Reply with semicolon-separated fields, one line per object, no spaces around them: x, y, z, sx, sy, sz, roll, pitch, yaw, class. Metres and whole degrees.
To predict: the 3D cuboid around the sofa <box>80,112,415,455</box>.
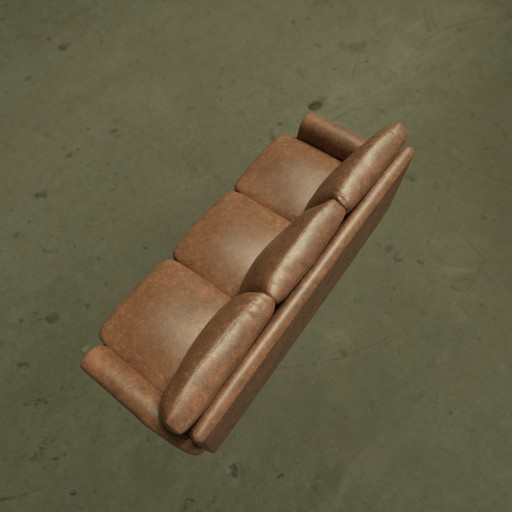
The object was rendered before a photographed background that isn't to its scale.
0.000;0.000;2.851;0.973;0.977;2.351;33;67;16;sofa
